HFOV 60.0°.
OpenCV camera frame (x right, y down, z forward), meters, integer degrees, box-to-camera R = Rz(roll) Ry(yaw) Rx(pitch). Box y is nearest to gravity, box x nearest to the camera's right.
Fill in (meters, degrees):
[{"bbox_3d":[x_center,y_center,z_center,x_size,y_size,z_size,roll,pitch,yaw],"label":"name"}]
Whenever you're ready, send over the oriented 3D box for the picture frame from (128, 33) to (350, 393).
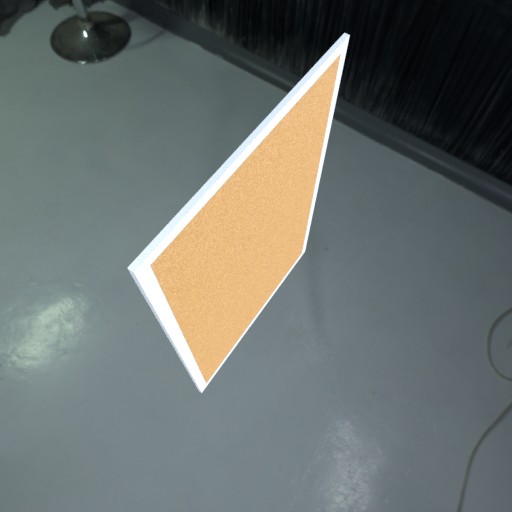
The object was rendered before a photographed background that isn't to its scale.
[{"bbox_3d":[0.000,0.000,1.204,0.013,0.940,0.659,32,67,15],"label":"picture frame"}]
